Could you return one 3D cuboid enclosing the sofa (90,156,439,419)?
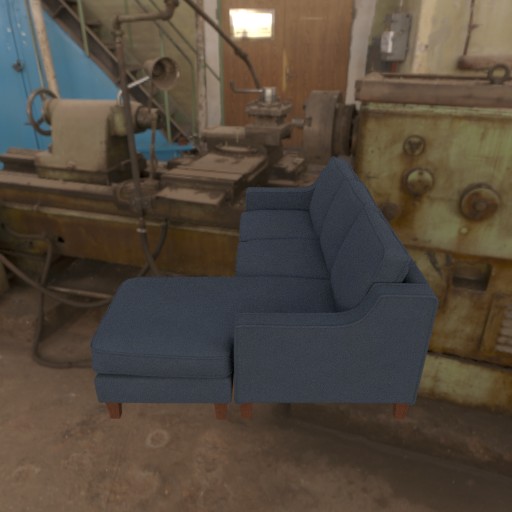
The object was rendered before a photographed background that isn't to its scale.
[{"bbox_3d":[0.000,0.000,3.377,1.858,1.066,2.317,0,27,0],"label":"sofa"}]
